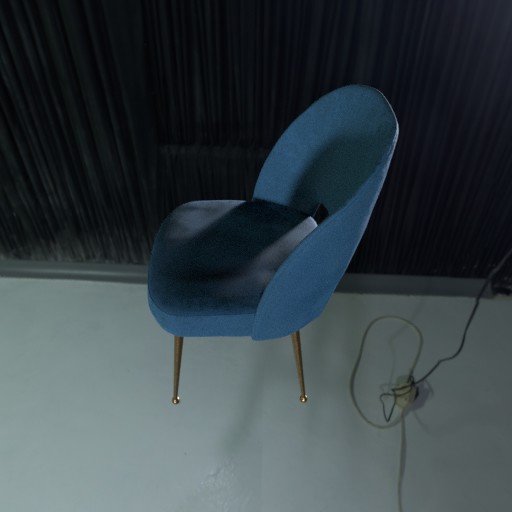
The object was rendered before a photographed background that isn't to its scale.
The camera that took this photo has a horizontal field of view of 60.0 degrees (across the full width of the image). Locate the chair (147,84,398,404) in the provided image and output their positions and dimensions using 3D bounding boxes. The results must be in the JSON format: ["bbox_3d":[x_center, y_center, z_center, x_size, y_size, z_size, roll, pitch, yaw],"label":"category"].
[{"bbox_3d":[0.000,0.000,1.227,0.577,0.860,0.527,-1,42,-1],"label":"chair"}]
